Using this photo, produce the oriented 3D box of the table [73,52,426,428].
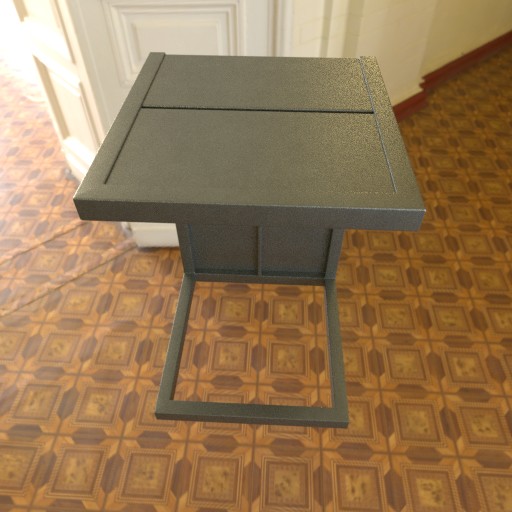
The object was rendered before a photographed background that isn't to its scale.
[{"bbox_3d":[0.000,0.000,0.869,0.405,0.609,0.420,2,46,2],"label":"table"}]
